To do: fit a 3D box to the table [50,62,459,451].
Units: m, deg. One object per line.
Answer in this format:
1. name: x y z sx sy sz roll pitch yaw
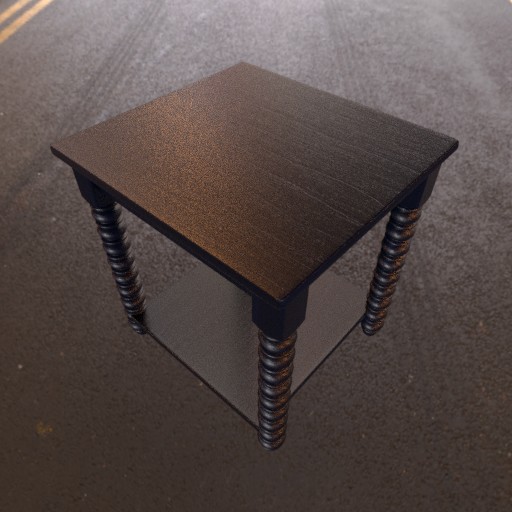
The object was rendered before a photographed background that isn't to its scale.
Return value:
1. table: 0.000 0.000 0.980 0.533 0.567 0.500 33 53 28
